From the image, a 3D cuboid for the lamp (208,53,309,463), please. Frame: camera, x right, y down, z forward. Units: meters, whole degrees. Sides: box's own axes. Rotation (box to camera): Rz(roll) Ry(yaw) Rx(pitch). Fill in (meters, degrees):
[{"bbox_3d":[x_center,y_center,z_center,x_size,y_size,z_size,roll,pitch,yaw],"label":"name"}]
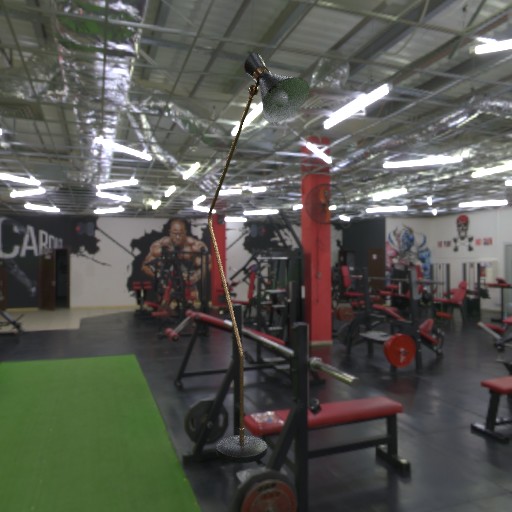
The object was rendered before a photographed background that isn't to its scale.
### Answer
[{"bbox_3d":[0.000,0.000,1.620,0.277,1.438,0.467,0,0,-18],"label":"lamp"}]
